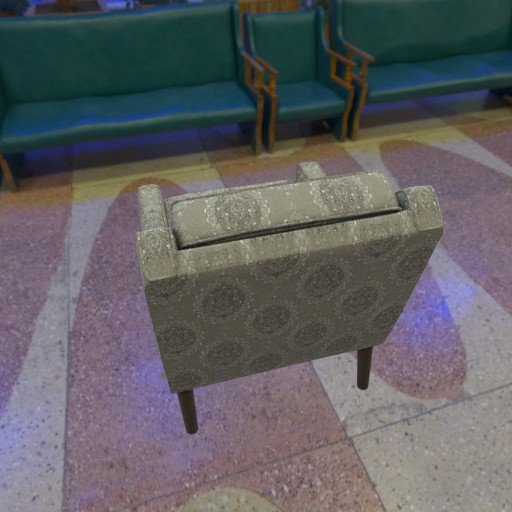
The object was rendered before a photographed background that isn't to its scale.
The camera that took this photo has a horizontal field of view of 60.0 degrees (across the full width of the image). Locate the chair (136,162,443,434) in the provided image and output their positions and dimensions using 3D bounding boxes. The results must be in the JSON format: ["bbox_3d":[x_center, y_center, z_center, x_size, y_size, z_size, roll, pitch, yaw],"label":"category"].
[{"bbox_3d":[0.000,0.000,1.377,0.665,0.797,0.750,-10,42,-12],"label":"chair"}]
